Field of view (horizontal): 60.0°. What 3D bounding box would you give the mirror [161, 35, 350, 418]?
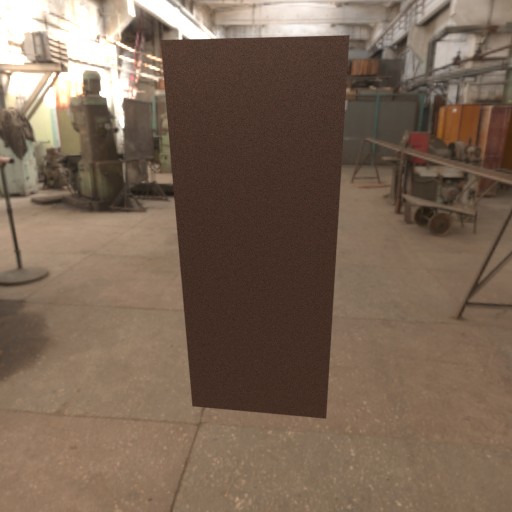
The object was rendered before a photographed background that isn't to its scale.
[{"bbox_3d":[0.000,0.000,2.290,0.812,2.020,0.221,2,18,8],"label":"mirror"}]
